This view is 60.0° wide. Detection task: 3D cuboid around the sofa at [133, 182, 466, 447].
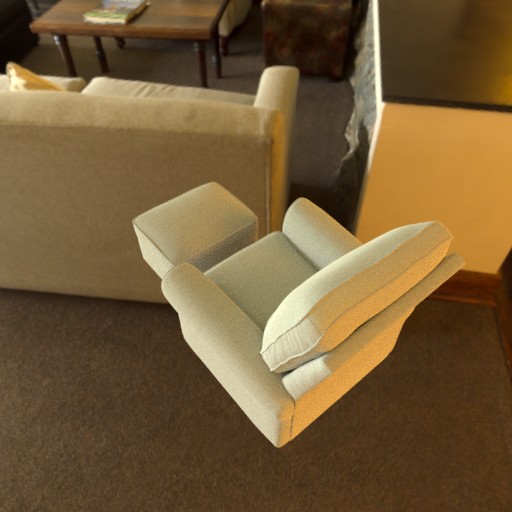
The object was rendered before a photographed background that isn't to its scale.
[{"bbox_3d":[0.000,0.000,2.025,0.880,0.959,1.478,-31,54,-26],"label":"sofa"}]
